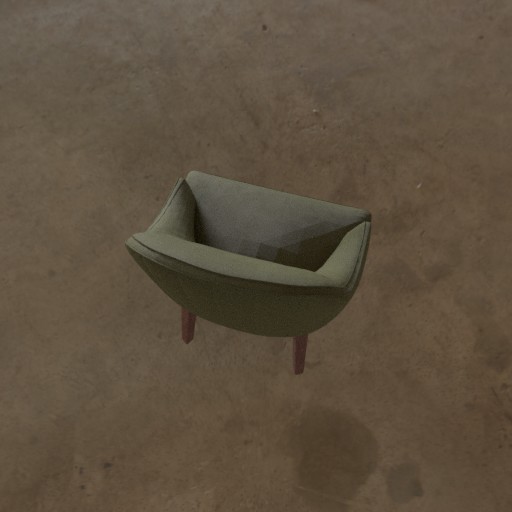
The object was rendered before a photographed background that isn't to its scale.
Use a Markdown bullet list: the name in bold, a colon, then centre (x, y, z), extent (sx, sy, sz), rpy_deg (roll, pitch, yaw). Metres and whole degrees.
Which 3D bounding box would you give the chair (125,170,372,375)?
- **chair**: centre (0.000, 0.000, 1.311), extent (0.643, 0.889, 0.575), rpy_deg (14, 65, 7)
